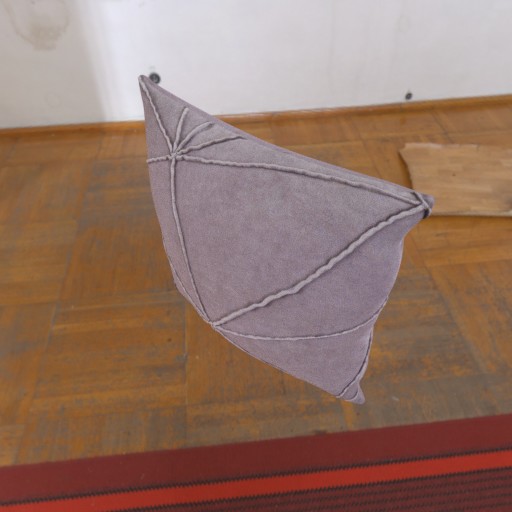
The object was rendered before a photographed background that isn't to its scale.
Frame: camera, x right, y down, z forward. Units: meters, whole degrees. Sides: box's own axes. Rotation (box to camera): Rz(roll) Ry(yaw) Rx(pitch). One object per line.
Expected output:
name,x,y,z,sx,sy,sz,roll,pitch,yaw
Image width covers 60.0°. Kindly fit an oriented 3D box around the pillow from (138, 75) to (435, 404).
pillow,0.000,0.000,0.669,0.439,0.440,0.185,30,52,26
